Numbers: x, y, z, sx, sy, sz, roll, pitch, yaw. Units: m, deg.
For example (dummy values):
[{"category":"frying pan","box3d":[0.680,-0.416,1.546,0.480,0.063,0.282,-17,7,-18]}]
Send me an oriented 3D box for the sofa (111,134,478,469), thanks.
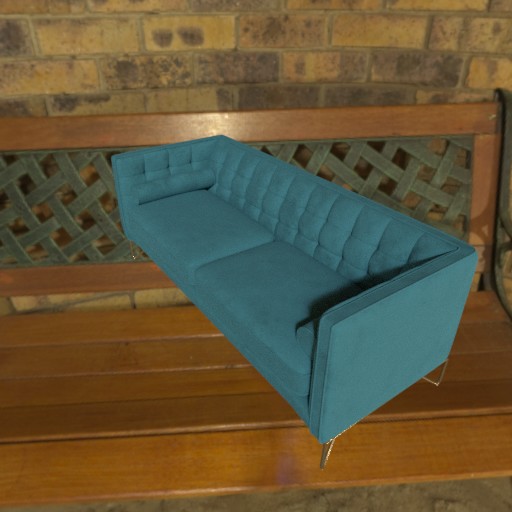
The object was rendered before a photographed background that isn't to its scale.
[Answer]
[{"category":"sofa","box3d":[0.000,0.000,2.518,0.867,0.789,2.087,-20,36,-29]}]
